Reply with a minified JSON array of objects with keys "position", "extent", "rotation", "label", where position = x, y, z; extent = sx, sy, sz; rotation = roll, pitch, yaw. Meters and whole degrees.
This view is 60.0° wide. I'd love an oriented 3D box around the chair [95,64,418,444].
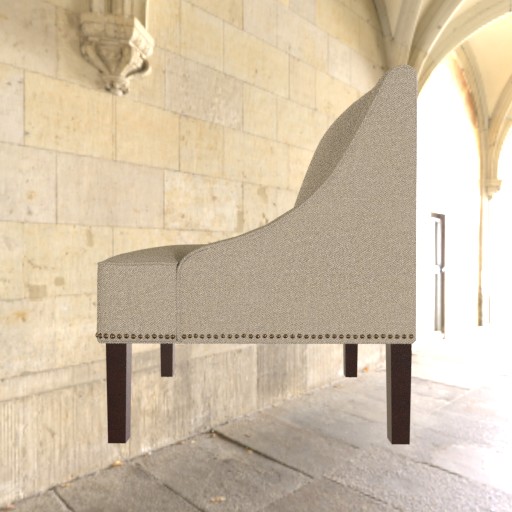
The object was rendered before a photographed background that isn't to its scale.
[{"position":[0.000,0.000,1.310],"extent":[0.748,0.872,0.628],"rotation":[0,0,0],"label":"chair"}]
